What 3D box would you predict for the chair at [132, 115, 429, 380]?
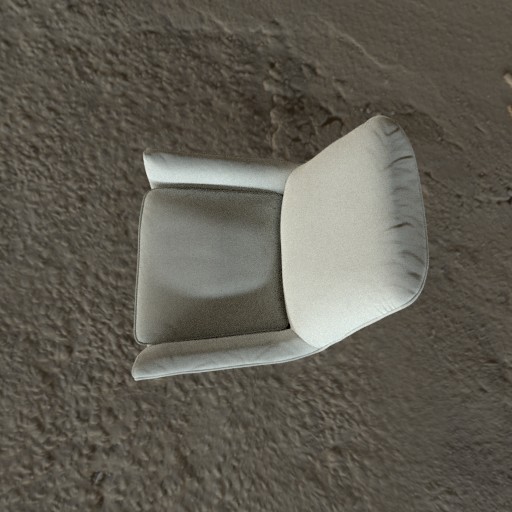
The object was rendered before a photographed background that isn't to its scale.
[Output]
[{"bbox_3d":[0.000,0.000,1.487,0.822,0.888,0.787,-1,74,0],"label":"chair"}]
